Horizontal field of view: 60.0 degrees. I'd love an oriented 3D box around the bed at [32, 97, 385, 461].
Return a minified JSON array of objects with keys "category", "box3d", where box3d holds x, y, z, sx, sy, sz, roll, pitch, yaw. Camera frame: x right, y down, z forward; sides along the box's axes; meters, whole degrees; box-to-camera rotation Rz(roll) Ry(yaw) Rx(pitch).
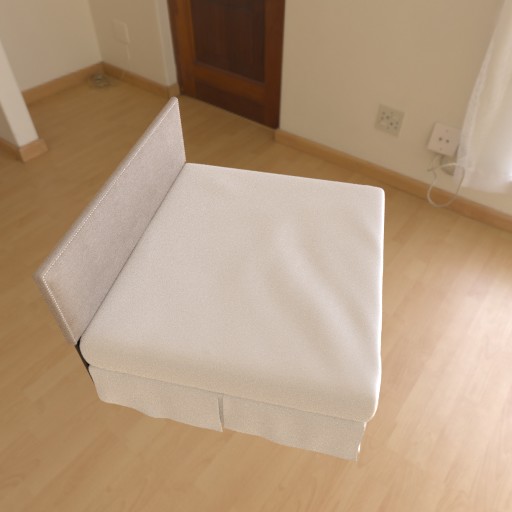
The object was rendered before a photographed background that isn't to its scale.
[{"category":"bed","box3d":[0.000,0.000,3.326,1.914,1.346,2.170,9,46,9]}]
